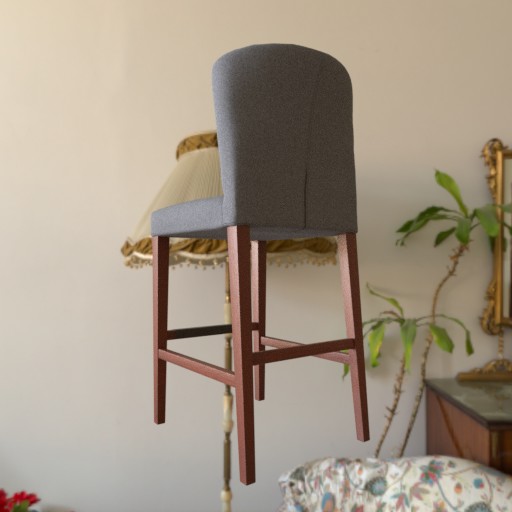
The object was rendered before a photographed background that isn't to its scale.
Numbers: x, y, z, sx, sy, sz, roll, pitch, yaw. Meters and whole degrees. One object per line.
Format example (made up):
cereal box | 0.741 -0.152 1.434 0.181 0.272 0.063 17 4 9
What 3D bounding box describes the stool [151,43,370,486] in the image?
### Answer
stool | 0.000 0.000 1.363 0.481 1.069 0.568 1 -2 -37
